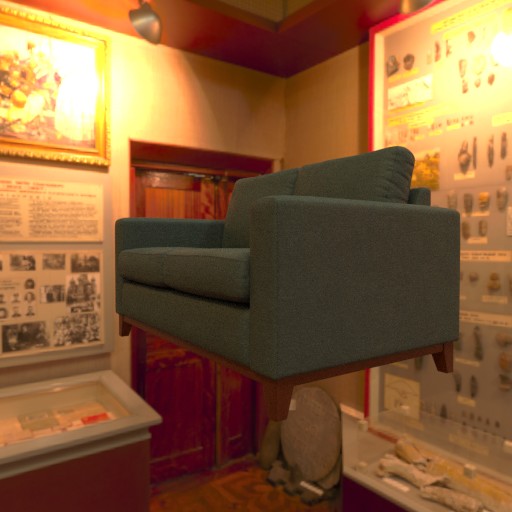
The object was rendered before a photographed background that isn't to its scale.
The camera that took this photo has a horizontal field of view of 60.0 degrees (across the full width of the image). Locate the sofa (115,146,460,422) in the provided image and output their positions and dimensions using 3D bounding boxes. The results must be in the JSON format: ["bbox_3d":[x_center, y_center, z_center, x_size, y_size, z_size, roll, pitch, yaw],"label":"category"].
[{"bbox_3d":[0.000,0.000,2.088,0.955,0.903,1.489,-1,2,-34],"label":"sofa"}]
